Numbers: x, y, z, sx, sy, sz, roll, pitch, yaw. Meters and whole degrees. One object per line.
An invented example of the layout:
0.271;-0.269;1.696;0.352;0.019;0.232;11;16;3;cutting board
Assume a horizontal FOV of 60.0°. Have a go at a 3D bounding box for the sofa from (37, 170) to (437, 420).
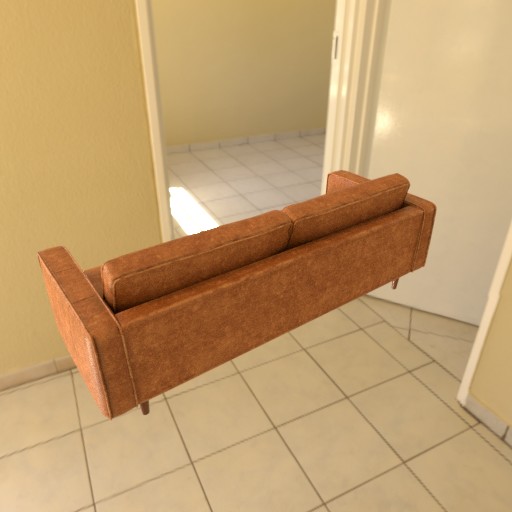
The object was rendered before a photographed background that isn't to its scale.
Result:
0.000;0.000;2.606;2.199;0.779;0.886;-20;35;-30;sofa
